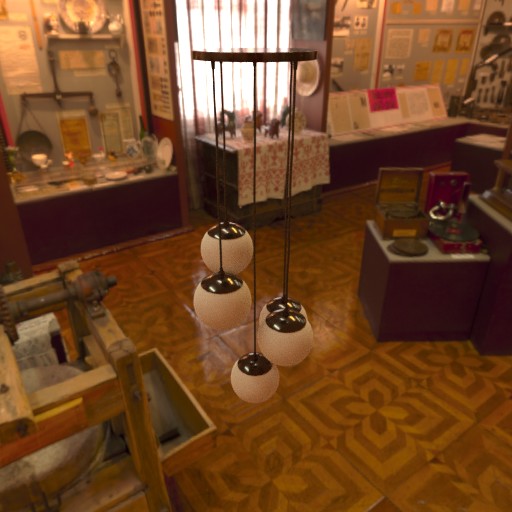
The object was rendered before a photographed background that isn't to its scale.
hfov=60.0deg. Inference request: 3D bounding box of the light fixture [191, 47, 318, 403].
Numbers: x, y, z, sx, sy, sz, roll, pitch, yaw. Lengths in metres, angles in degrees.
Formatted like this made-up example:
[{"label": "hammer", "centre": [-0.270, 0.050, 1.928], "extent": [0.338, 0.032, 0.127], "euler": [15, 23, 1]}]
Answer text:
[{"label": "light fixture", "centre": [0.000, 0.000, 1.504], "extent": [0.484, 1.271, 0.489], "euler": [-16, 31, -29]}]
